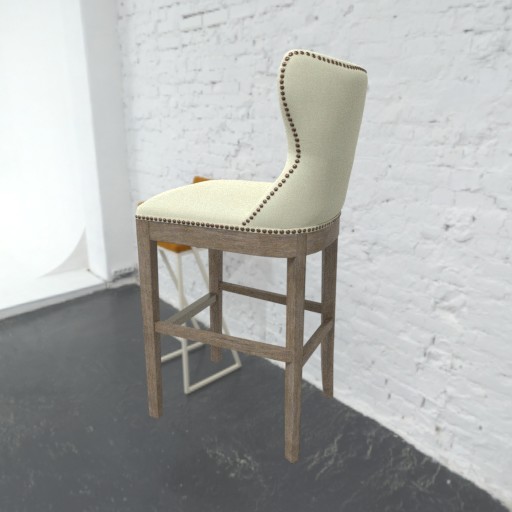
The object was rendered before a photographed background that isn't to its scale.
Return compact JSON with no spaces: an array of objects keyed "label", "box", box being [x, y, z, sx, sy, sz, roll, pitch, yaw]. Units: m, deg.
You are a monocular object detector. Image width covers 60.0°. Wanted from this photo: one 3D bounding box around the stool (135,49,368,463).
[{"label":"stool","box":[0.000,0.000,1.400,0.606,1.123,0.494,9,20,25]}]
